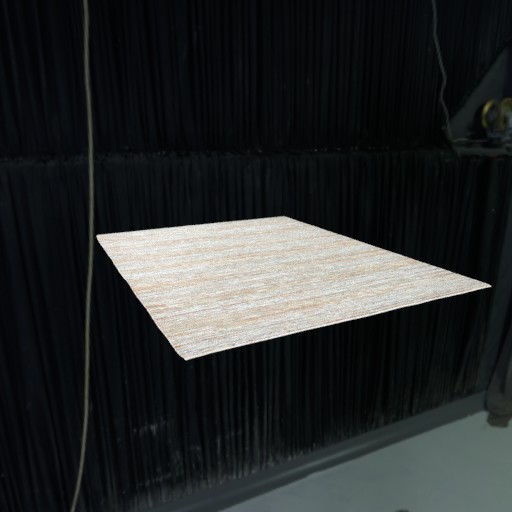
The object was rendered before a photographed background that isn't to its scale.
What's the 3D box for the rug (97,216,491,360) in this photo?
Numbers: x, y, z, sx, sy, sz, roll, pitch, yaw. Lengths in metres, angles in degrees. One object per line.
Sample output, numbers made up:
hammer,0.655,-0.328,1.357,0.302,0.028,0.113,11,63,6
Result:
rug,0.000,0.000,3.899,2.313,0.009,2.939,-8,18,-26
